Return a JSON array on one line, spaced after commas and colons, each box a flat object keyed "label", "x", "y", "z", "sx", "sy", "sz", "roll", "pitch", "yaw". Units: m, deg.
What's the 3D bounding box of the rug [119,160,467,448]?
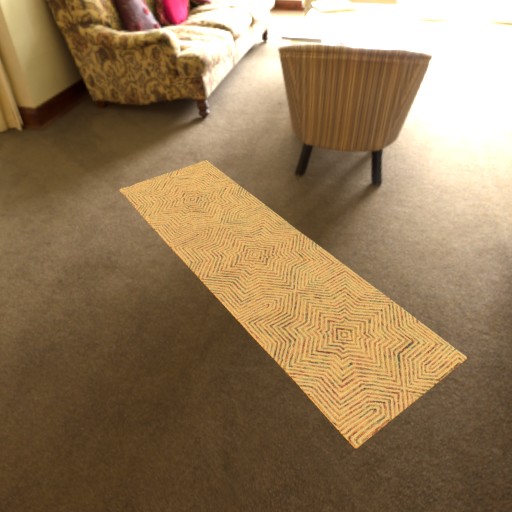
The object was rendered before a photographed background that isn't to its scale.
[{"label": "rug", "x": 0.000, "y": 0.000, "z": 2.731, "sx": 0.771, "sy": 0.009, "sz": 2.443, "roll": -25, "pitch": 47, "yaw": -27}]
